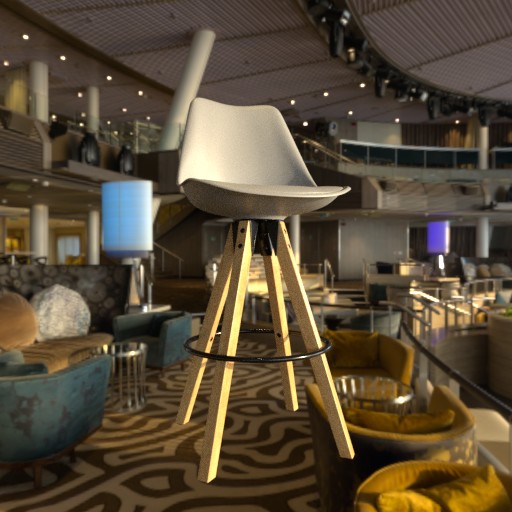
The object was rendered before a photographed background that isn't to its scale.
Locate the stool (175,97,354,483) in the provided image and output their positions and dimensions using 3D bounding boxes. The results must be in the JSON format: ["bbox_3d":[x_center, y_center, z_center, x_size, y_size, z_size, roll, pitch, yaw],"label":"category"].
[{"bbox_3d":[0.000,0.000,1.374,0.485,1.115,0.550,0,0,-18],"label":"stool"}]
